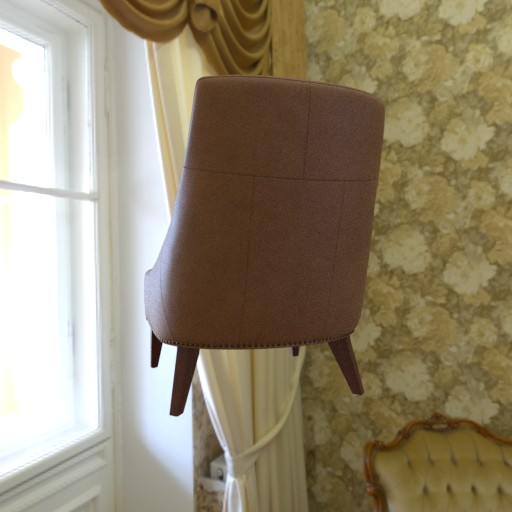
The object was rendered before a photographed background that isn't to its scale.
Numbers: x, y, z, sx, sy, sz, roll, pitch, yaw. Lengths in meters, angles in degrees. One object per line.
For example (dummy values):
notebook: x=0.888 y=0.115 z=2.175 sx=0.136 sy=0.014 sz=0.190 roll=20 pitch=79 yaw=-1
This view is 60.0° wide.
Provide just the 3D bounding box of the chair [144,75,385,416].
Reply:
chair: x=0.000 y=0.000 z=1.523 sx=0.701 sy=0.909 sz=0.861 roll=0 pitch=1 yaw=-18
